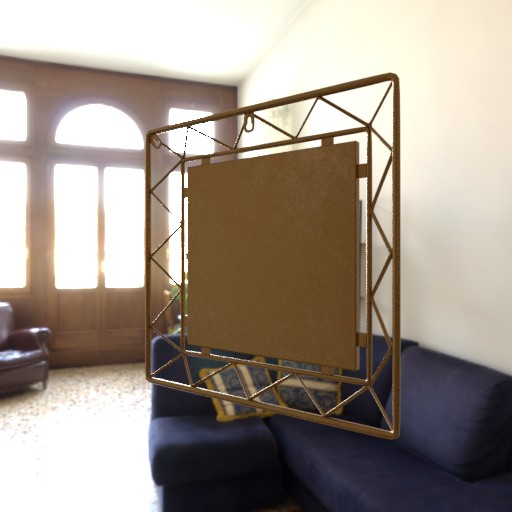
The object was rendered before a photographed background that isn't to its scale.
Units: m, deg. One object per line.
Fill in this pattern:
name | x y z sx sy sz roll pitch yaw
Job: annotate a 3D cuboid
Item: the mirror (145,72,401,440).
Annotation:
mirror | 0.000 0.000 0.626 0.416 0.414 0.046 0 0 35
